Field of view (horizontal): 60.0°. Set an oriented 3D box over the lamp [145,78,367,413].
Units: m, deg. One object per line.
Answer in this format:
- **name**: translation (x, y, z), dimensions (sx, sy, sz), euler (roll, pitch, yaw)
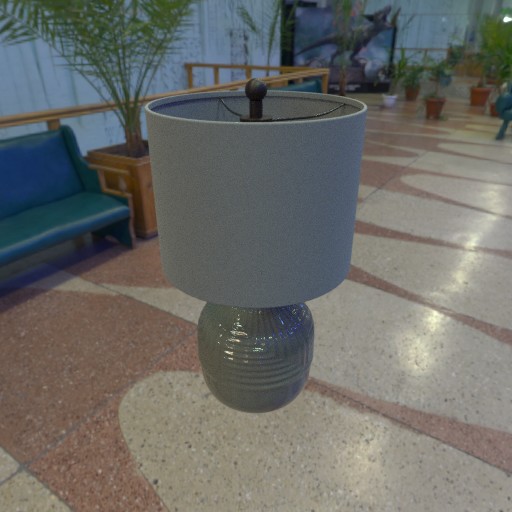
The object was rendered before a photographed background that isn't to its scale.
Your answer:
- **lamp**: translation (0.000, 0.000, 0.759), dimensions (0.318, 0.567, 0.318), euler (0, 27, 0)
